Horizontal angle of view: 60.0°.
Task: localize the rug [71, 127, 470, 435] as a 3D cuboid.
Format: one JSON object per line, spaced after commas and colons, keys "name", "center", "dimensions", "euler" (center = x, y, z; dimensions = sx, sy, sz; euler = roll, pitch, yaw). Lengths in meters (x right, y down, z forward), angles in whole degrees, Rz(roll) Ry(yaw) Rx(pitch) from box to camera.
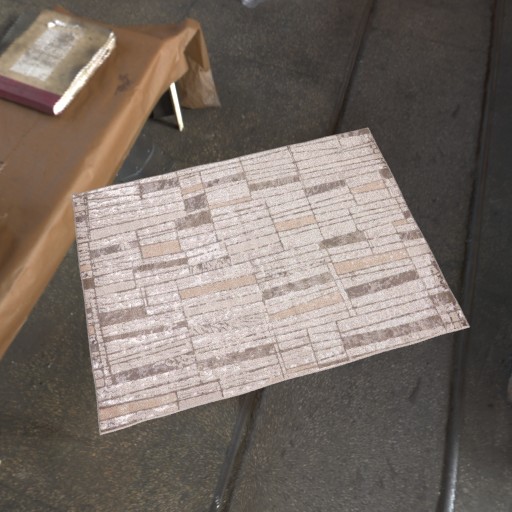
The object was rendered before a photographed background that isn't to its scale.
{"name": "rug", "center": [0.000, 0.000, 4.343], "dimensions": [3.357, 0.019, 2.449], "euler": [-14, 65, -7]}
